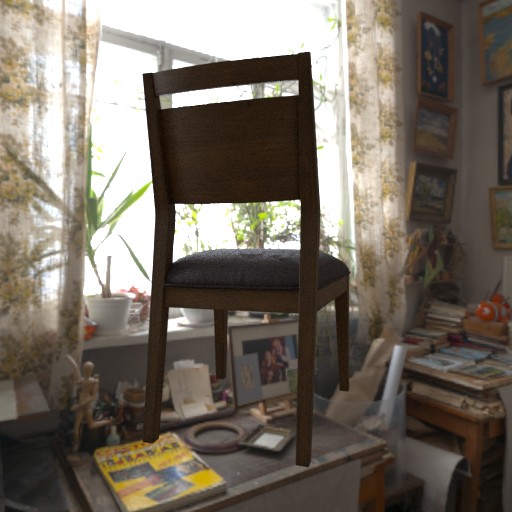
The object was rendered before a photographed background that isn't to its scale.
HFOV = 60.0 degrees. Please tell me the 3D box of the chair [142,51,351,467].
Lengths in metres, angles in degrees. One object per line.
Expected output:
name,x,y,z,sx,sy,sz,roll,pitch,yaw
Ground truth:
chair,0.000,0.000,1.323,0.501,0.939,0.610,0,1,18
